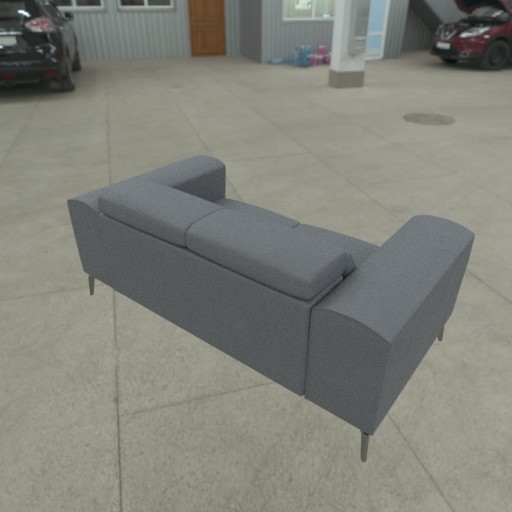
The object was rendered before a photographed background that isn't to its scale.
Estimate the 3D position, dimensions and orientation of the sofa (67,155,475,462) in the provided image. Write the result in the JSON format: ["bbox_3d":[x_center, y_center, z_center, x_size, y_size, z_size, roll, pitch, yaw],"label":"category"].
[{"bbox_3d":[0.000,0.000,2.367,1.895,0.779,1.003,22,37,32],"label":"sofa"}]
